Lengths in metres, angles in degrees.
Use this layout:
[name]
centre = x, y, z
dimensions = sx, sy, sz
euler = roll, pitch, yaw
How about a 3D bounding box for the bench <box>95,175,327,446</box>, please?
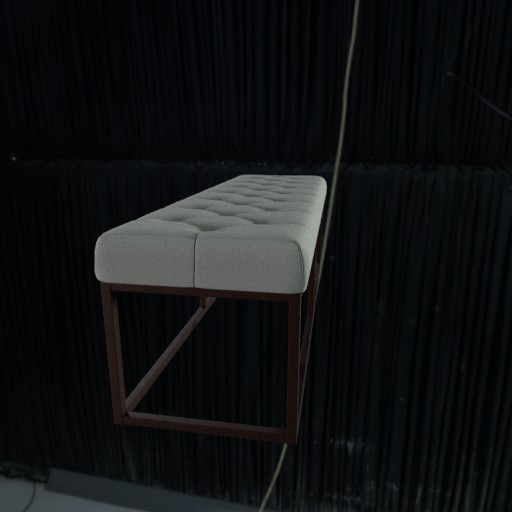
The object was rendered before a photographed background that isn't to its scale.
[bench]
centre = 0.000, 0.000, 1.681
dimensions = 0.479, 0.488, 1.488
euler = 3, 16, 10
